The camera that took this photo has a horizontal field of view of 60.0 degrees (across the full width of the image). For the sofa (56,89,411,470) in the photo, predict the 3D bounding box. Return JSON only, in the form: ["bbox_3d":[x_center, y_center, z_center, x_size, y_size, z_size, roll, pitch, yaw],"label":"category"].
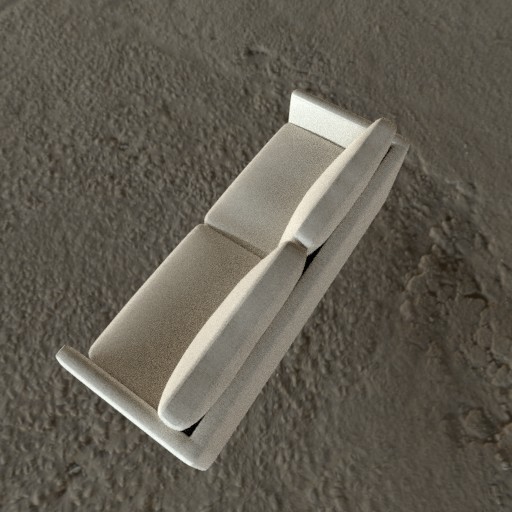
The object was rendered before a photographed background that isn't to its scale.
[{"bbox_3d":[0.000,0.000,2.888,0.948,0.965,2.434,31,66,15],"label":"sofa"}]
